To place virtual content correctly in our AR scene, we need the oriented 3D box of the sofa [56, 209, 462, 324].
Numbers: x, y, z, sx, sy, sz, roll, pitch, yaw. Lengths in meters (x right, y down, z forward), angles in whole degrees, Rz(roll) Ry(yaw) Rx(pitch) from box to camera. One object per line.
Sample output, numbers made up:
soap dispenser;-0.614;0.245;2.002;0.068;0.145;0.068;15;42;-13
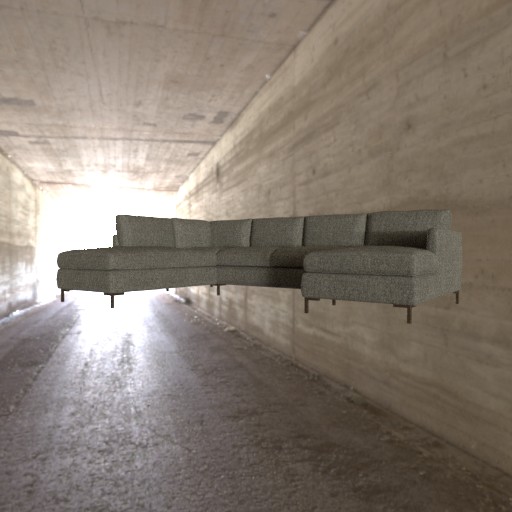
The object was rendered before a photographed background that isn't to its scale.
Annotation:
sofa;0.000;0.000;3.561;2.737;0.756;1.879;1;1;37
